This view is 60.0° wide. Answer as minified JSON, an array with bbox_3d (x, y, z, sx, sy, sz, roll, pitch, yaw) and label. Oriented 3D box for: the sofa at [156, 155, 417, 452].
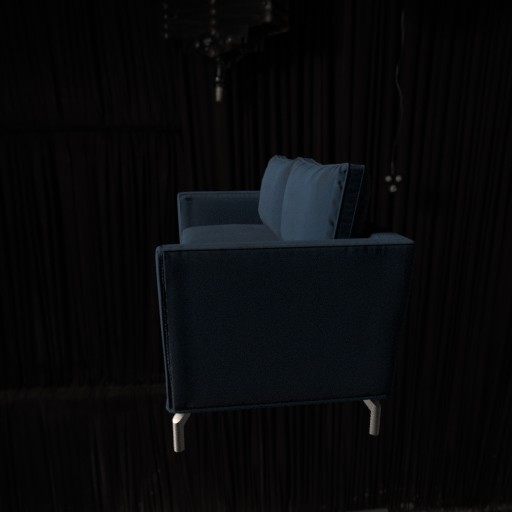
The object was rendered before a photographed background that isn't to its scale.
[{"bbox_3d":[0.000,0.000,2.303,0.853,1.002,1.770,-2,14,-7],"label":"sofa"}]
